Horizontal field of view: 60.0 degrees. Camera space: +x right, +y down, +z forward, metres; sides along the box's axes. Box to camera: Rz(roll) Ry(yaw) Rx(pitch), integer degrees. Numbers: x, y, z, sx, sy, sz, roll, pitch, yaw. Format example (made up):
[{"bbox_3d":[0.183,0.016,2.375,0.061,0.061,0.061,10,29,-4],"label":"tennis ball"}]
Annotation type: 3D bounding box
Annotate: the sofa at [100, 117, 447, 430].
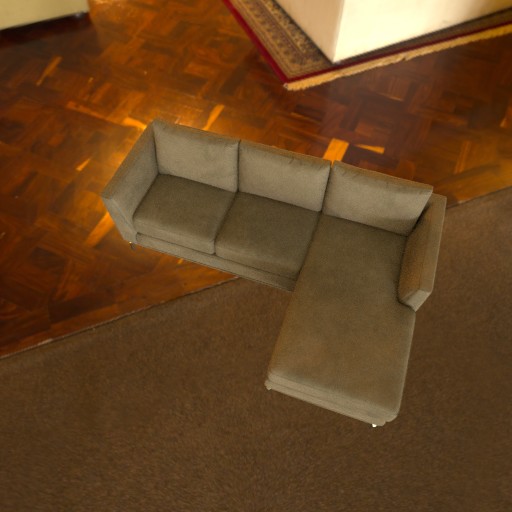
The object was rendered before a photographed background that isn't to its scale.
[{"bbox_3d":[0.000,0.000,3.296,2.438,0.987,1.622,17,60,10],"label":"sofa"}]
